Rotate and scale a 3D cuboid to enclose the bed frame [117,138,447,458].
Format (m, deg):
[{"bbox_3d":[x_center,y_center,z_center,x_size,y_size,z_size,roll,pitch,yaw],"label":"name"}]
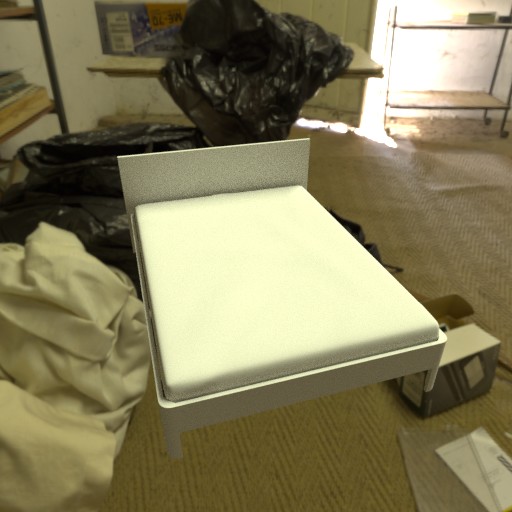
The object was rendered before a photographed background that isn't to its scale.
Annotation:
[{"bbox_3d":[0.000,0.000,2.795,1.490,0.800,1.950,-9,33,-14],"label":"bed frame"}]
